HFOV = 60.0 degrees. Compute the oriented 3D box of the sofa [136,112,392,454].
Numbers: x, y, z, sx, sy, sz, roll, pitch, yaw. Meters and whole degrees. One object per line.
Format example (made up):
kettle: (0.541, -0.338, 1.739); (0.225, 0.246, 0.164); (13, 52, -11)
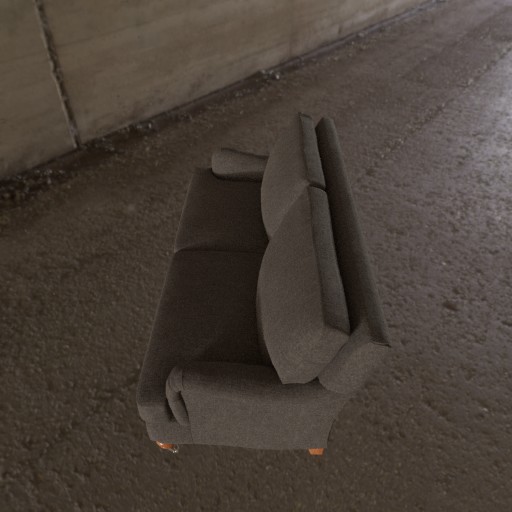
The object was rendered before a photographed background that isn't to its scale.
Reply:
sofa: (0.000, 0.000, 2.768); (1.087, 1.054, 2.160); (1, 41, 1)
